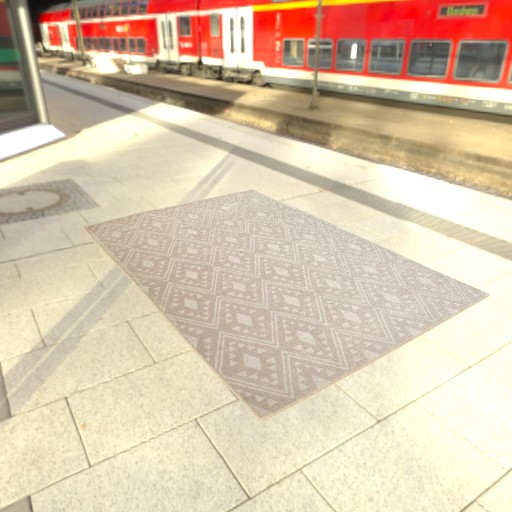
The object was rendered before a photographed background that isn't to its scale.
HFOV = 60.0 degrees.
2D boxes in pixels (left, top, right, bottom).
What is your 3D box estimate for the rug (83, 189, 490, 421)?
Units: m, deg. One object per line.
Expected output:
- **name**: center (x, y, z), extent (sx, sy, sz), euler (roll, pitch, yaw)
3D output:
- **rug**: center (0.000, 0.000, 2.301), extent (1.252, 0.034, 1.829), euler (-18, 32, -31)
